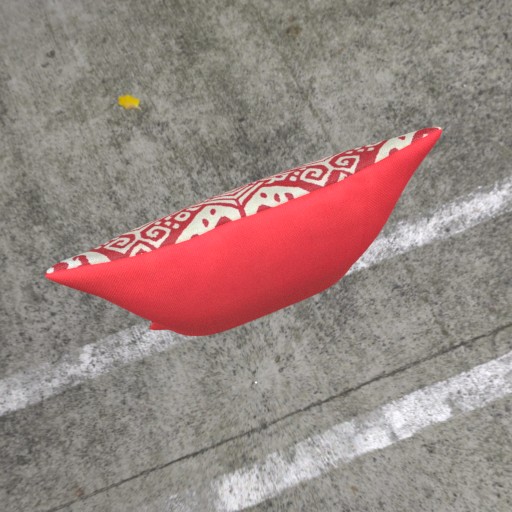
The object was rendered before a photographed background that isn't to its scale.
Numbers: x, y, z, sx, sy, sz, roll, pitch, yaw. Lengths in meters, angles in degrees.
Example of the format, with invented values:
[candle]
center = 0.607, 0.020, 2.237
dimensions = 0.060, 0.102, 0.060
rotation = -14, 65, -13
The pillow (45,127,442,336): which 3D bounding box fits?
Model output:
[pillow]
center = 0.000, 0.000, 0.777
dimensions = 0.522, 0.507, 0.192
rotation = -21, 75, -6
